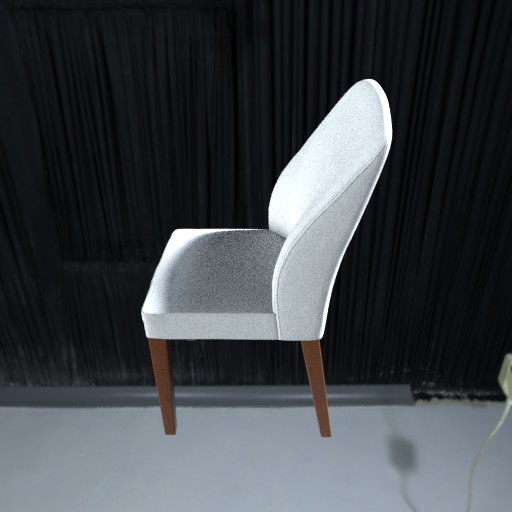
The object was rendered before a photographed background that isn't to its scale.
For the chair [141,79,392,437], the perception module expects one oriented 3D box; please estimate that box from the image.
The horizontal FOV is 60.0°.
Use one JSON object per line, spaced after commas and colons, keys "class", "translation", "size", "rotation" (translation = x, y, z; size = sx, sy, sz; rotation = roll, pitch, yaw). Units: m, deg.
{"class": "chair", "translation": [0.000, 0.000, 1.203], "size": [0.540, 0.893, 0.472], "rotation": [0, 28, 0]}
